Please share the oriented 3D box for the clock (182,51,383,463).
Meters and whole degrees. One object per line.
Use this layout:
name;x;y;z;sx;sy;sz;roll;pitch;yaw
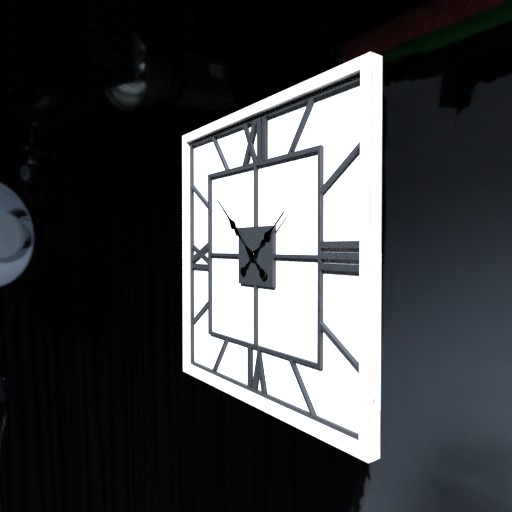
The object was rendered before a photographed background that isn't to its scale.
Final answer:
clock;0.000;0.000;1.052;0.032;0.705;0.705;-1;1;-36
